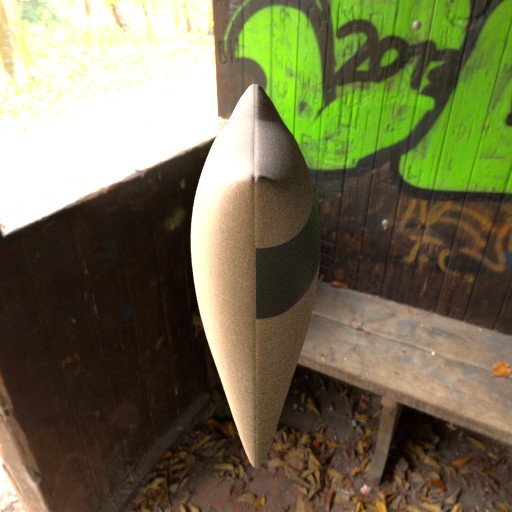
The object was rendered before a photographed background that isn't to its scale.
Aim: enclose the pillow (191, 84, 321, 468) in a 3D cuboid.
[{"bbox_3d":[0.000,0.000,0.639,0.173,0.399,0.414,0,31,0],"label":"pillow"}]
